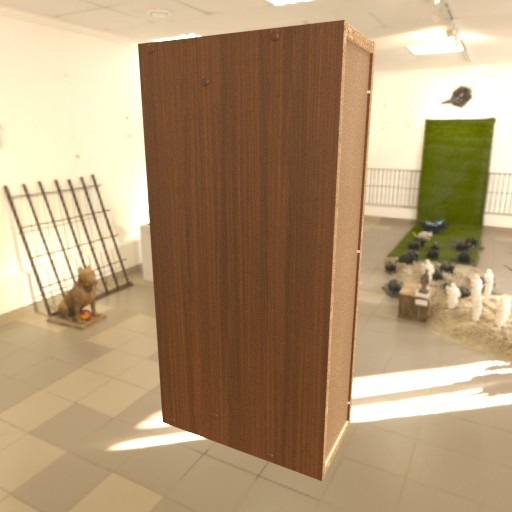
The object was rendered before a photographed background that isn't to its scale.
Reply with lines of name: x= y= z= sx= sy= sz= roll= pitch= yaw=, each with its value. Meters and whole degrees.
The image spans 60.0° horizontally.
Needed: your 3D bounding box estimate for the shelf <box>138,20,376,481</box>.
shelf: x=0.000 y=0.000 z=0.683 sx=0.290 sy=0.600 sz=0.147 roll=8 pitch=17 yaw=27
